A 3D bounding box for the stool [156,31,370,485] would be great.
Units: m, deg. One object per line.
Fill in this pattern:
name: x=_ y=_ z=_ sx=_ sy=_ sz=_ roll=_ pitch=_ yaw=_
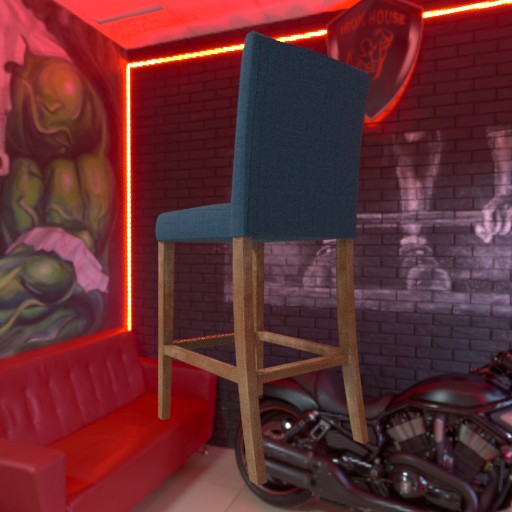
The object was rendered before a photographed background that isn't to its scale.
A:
stool: x=0.000 y=0.000 z=1.389 sx=0.454 sy=1.088 sz=0.574 roll=-1 pitch=1 yaw=-37
